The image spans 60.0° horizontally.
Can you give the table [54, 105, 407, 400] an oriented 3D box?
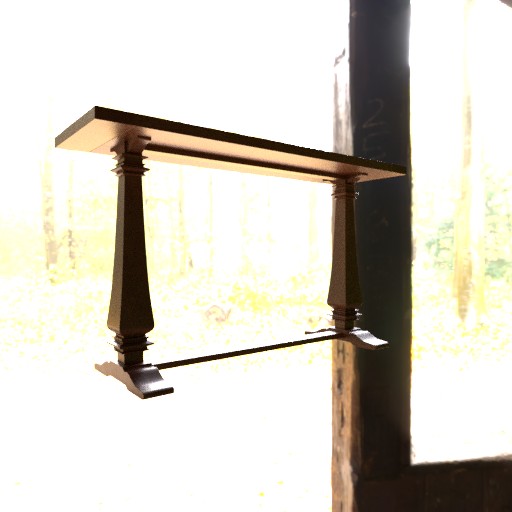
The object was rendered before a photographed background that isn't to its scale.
[{"bbox_3d":[0.000,0.000,1.863,1.478,0.852,0.461,-1,1,-38],"label":"table"}]
